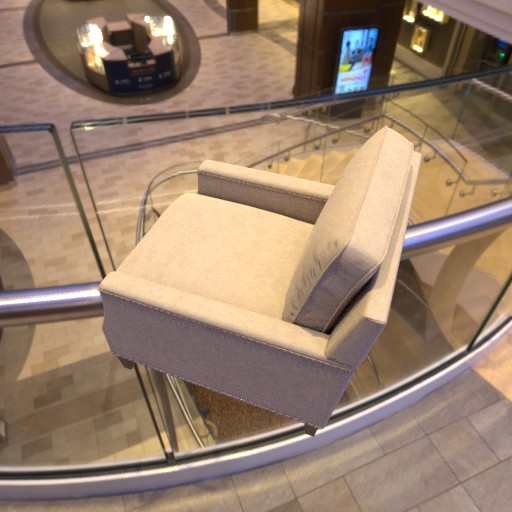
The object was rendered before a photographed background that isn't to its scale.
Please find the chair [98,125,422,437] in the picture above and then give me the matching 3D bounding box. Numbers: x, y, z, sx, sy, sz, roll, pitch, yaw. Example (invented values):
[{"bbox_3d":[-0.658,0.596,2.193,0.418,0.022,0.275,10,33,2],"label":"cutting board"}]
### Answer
[{"bbox_3d":[0.000,0.000,1.735,1.014,0.943,0.853,15,47,15],"label":"chair"}]
